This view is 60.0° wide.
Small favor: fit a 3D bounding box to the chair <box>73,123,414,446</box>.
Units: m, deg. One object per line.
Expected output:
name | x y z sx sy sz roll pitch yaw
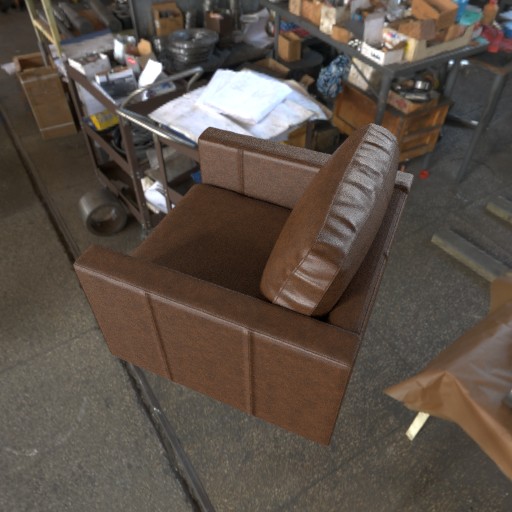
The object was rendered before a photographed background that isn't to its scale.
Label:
chair | 0.000 0.000 1.653 0.909 0.956 0.890 18 49 16
